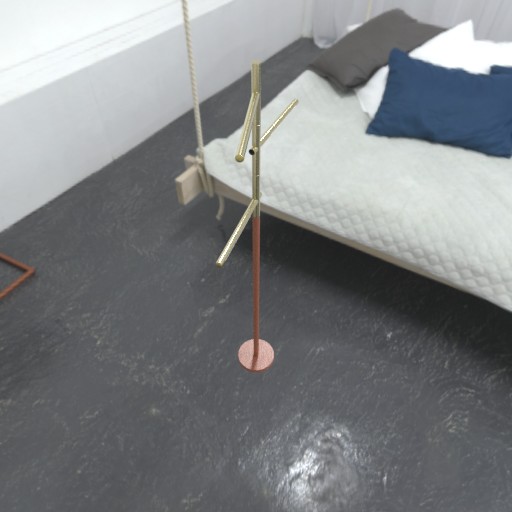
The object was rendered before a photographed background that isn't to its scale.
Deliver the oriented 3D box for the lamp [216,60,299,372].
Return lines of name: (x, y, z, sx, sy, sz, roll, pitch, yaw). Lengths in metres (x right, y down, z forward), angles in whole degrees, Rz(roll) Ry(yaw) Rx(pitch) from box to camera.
lamp: (0.000, 0.000, 1.966, 0.209, 1.704, 0.737, 9, 47, 8)
